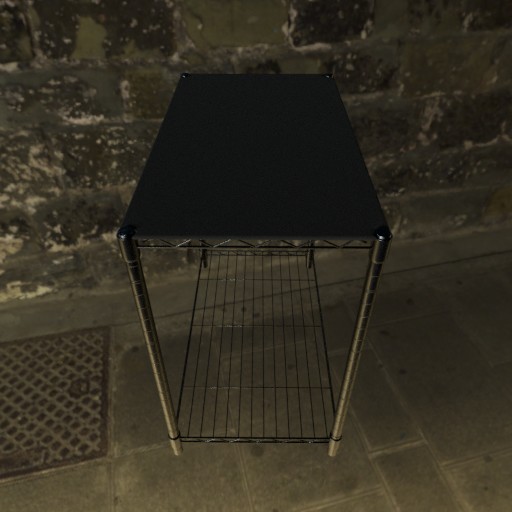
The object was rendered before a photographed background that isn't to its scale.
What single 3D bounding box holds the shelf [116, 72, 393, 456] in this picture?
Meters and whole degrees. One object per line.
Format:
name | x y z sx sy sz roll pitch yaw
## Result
shelf | 0.000 0.000 0.936 0.338 0.564 0.589 0 41 0
